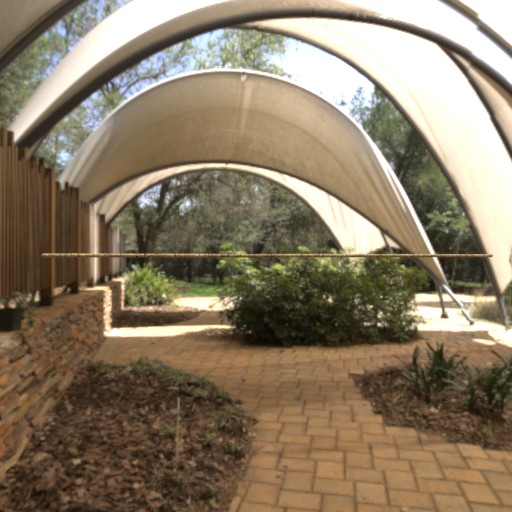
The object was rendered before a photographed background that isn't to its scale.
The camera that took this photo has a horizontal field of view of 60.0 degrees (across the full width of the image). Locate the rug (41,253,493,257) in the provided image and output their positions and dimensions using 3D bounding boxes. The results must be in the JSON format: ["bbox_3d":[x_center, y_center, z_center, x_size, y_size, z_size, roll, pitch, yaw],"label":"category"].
[{"bbox_3d":[0.000,0.000,2.293,1.846,0.014,1.243,0,0,-17],"label":"rug"}]
